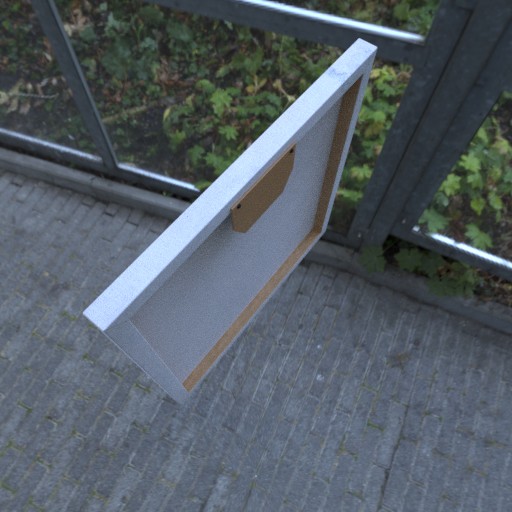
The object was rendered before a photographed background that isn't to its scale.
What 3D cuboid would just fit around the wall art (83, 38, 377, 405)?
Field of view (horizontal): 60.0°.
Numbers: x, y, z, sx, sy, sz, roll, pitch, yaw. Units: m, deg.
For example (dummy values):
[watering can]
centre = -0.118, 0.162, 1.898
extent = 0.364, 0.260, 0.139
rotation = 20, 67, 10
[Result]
[wall art]
centre = 0.000, 0.000, 0.889
extent = 0.044, 0.605, 0.605
rotation = 35, 69, 16
